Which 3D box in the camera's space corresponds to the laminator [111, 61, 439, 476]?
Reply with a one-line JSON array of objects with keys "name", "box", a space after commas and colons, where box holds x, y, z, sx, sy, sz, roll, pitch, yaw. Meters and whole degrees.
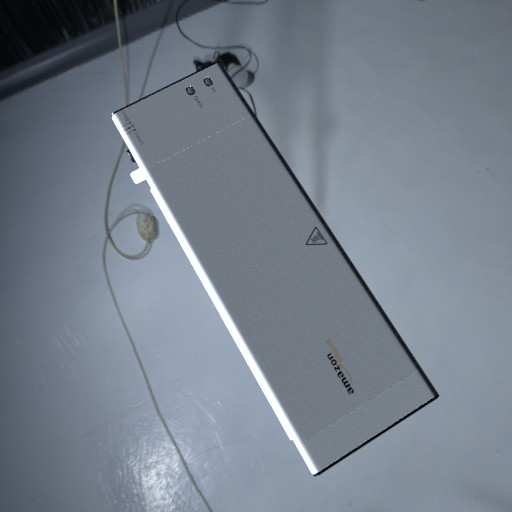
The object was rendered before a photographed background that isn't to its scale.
[{"name": "laminator", "box": [0.000, 0.000, 0.390, 0.123, 0.062, 0.340, -29, 77, -7]}]
